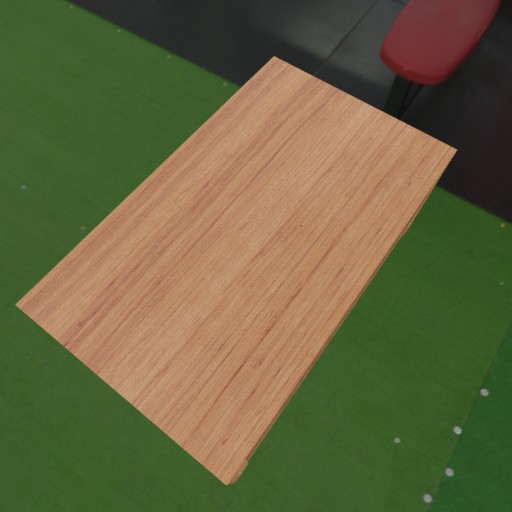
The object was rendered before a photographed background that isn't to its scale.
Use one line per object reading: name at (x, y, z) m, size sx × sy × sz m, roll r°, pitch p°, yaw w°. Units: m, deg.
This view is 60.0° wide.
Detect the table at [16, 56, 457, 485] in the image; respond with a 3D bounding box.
table at (0.000, 0.000, 1.459) m, size 0.695 × 0.457 × 1.146 m, roll 34°, pitch 68°, yaw 15°
